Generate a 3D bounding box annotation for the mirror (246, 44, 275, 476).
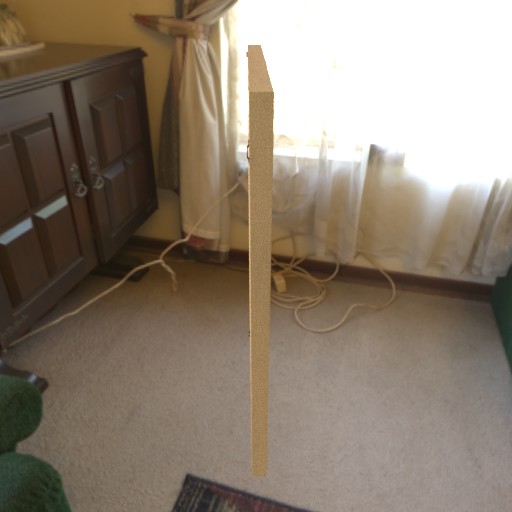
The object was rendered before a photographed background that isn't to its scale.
[{"bbox_3d":[0.000,0.000,1.127,0.041,0.915,0.609,-1,31,-1],"label":"mirror"}]
